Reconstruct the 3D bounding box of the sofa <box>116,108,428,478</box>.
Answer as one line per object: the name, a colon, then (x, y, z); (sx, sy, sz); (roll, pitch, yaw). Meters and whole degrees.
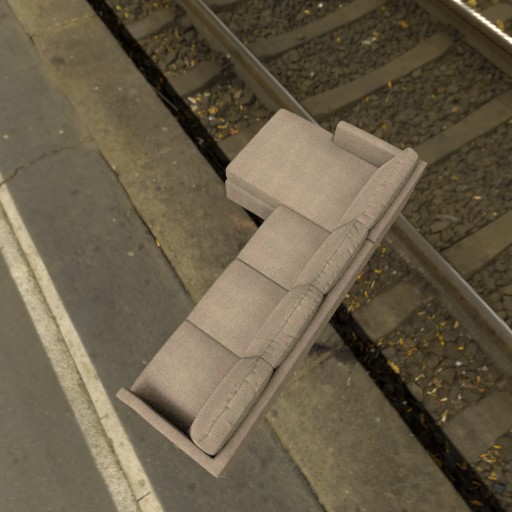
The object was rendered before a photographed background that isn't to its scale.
sofa: (0.000, 0.000, 3.946); (1.650, 0.922, 3.205); (33, 68, 15)
